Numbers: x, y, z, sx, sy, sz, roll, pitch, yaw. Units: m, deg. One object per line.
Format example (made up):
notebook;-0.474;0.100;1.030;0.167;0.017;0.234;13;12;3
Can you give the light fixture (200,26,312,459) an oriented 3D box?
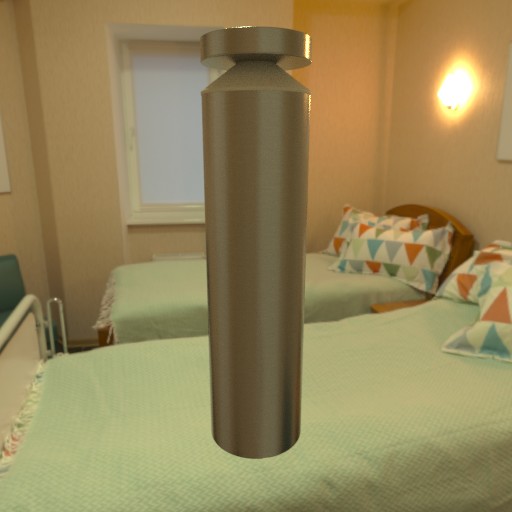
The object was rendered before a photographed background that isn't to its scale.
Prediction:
light fixture;0.000;0.000;0.448;0.102;0.400;0.102;-14;20;-42
